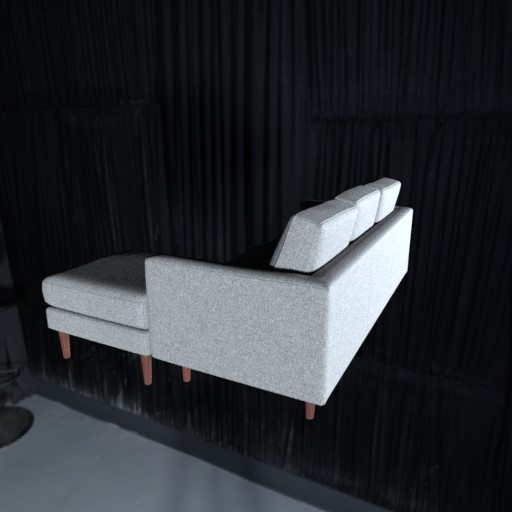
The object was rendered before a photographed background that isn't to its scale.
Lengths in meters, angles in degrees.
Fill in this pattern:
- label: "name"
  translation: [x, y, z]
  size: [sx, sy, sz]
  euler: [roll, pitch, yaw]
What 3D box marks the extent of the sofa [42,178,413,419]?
- label: "sofa"
  translation: [0.000, 0.000, 2.957]
  size: [1.667, 0.957, 2.055]
  euler: [8, 17, 26]
